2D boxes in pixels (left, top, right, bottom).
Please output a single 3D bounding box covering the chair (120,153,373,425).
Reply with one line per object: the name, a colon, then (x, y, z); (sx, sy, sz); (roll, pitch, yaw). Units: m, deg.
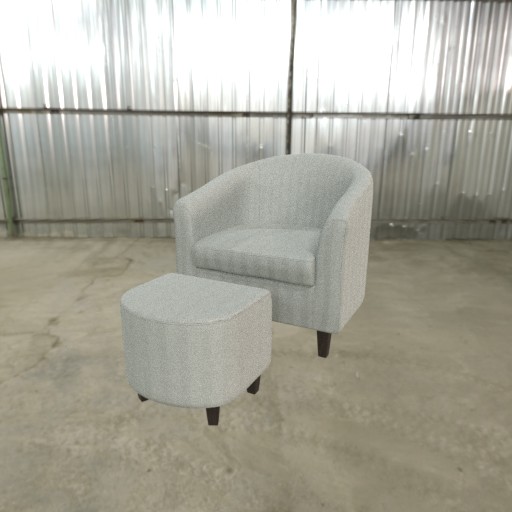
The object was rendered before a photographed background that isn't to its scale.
chair: (0.000, 0.000, 1.773); (0.756, 0.757, 1.288); (8, 17, 27)
